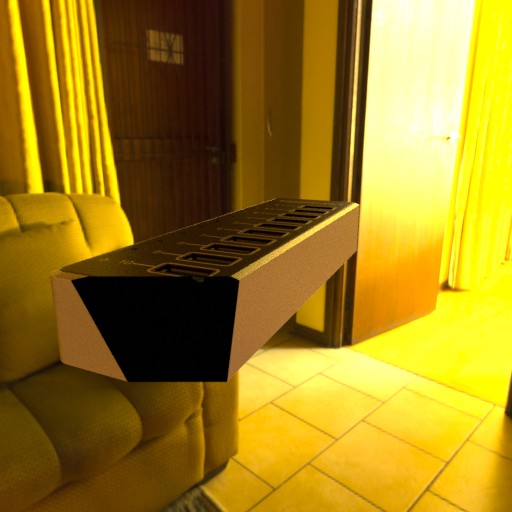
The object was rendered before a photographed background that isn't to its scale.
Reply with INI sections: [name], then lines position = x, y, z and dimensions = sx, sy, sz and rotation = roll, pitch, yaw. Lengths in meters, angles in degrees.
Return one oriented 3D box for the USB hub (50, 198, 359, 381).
[USB hub]
position = 0.000, 0.000, 0.161
dimensions = 0.044, 0.023, 0.145
rotation = 7, 17, 24
